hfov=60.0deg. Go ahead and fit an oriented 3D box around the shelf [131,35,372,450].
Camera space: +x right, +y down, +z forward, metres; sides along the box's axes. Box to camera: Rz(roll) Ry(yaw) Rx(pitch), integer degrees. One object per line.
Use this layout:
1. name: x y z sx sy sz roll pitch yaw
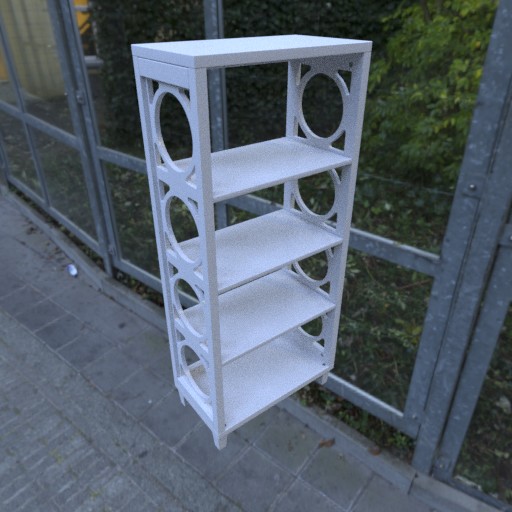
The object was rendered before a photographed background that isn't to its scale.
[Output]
1. shelf: 0.000 0.000 1.622 0.611 1.411 0.340 -21 36 -32
